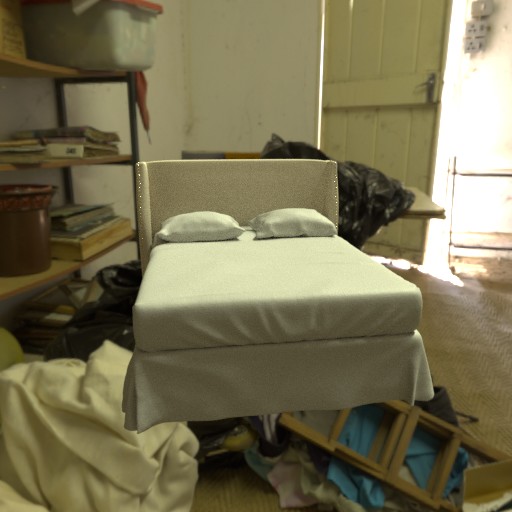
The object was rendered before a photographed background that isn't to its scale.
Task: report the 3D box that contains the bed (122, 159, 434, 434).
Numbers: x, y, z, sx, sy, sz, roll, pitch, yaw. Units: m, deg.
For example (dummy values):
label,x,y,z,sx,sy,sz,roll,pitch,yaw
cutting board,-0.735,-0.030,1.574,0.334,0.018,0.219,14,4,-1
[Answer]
label,x,y,z,sx,sy,sz,roll,pitch,yaw
bed,0.000,0.000,3.376,1.925,1.332,2.276,-2,15,-8
